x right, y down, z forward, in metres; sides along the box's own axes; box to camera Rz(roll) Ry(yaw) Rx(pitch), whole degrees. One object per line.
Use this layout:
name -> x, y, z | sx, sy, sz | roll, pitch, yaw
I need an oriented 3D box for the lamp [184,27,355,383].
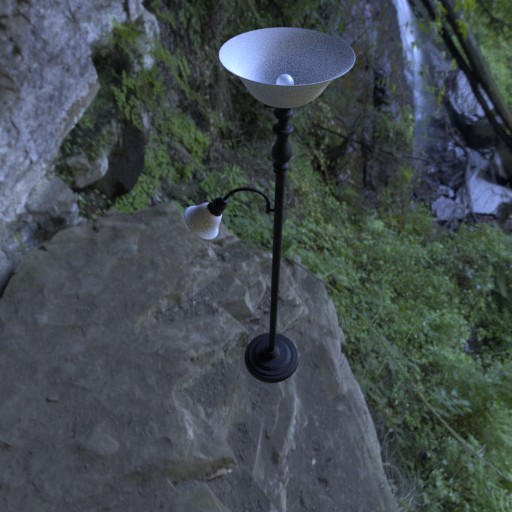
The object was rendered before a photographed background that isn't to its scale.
lamp -> 0.000, 0.000, 1.985 | 0.588, 1.793, 0.405 | 3, 47, 2
